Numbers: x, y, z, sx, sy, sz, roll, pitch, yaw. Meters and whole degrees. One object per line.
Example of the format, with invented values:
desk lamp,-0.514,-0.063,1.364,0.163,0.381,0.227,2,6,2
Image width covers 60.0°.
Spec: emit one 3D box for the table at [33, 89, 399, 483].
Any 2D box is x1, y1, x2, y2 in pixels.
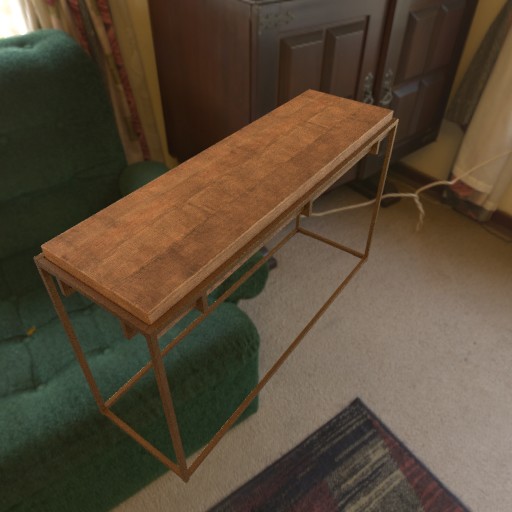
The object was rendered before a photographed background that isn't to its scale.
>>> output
table,0.000,0.000,1.746,0.440,0.820,1.400,26,47,26
